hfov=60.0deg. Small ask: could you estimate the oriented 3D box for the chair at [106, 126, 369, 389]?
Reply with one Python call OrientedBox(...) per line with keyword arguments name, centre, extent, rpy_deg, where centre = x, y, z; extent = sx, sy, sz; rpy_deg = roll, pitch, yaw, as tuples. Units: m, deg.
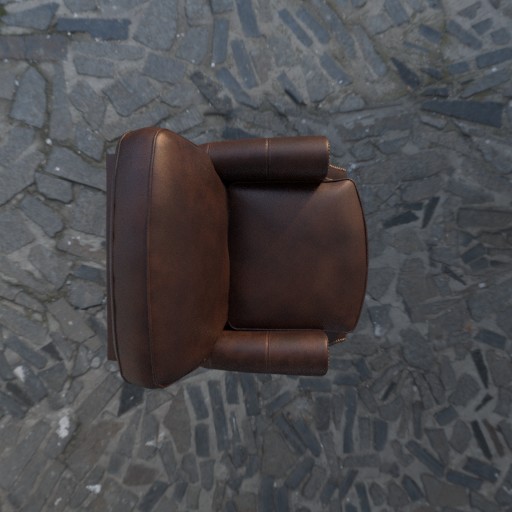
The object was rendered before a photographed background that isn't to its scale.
OrientedBox(name="chair", centre=(0.000, 0.000, 1.792), extent=(0.986, 1.018, 0.936), rpy_deg=(0, 91, 0))
